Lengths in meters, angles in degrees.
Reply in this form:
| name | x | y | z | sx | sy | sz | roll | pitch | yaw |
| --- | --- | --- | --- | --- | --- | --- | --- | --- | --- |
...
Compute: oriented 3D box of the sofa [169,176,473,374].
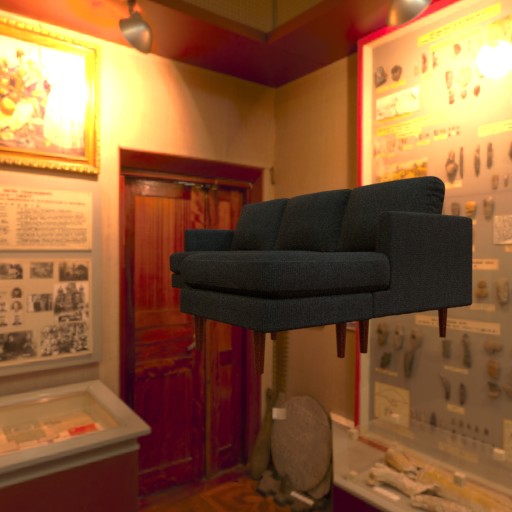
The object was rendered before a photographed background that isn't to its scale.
| name | x | y | z | sx | sy | sz | roll | pitch | yaw |
| --- | --- | --- | --- | --- | --- | --- | --- | --- | --- |
| sofa | 0.000 | 0.000 | 3.027 | 1.504 | 0.956 | 2.233 | 0 | 1 | -36 |
